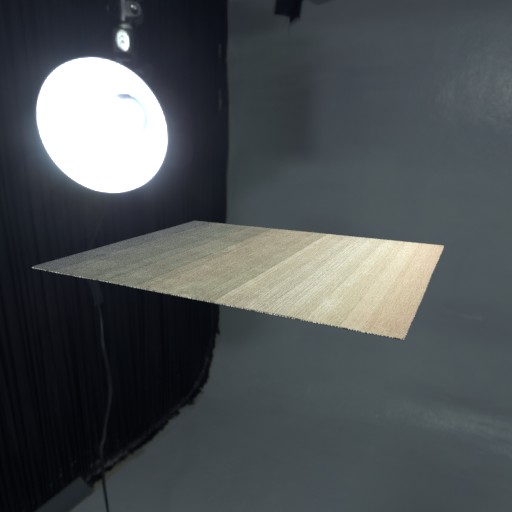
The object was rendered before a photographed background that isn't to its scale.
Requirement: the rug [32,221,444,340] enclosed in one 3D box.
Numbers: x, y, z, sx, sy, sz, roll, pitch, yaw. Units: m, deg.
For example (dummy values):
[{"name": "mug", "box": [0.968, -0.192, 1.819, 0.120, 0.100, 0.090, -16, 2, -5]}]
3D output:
[{"name": "rug", "box": [0.000, 0.000, 3.956, 2.932, 0.015, 2.315, 8, 17, 26]}]
